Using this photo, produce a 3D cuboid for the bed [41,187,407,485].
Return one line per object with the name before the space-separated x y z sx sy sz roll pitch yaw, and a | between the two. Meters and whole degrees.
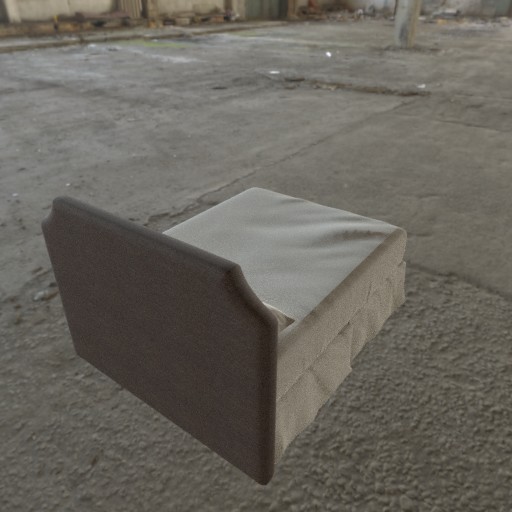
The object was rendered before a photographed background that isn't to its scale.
bed | 0.000 0.000 3.167 1.693 1.290 2.116 21 37 31
